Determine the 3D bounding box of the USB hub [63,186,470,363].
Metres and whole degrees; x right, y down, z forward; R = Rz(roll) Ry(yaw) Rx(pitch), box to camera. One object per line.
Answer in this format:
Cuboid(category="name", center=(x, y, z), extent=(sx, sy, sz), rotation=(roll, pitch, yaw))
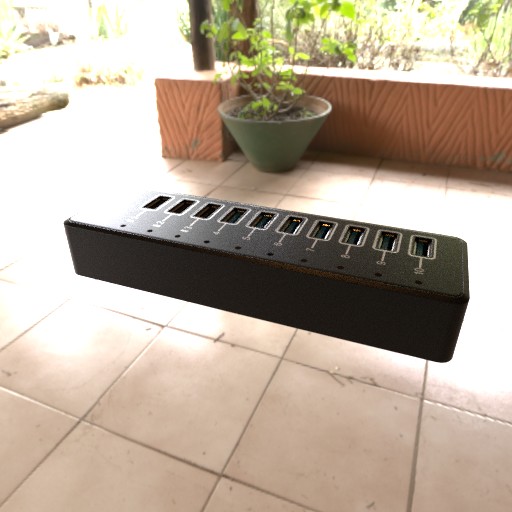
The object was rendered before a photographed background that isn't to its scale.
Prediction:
Cuboid(category="USB hub", center=(0.000, 0.000, 0.168), extent=(0.145, 0.023, 0.044), rotation=(11, 32, 19))
